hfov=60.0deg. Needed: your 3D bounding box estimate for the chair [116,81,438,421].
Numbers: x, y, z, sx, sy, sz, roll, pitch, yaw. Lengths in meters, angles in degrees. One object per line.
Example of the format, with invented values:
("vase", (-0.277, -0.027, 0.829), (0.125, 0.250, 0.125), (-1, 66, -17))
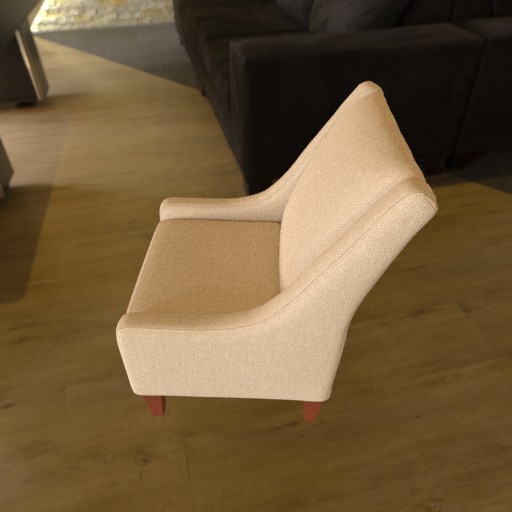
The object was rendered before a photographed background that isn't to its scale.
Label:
("chair", (0.000, 0.000, 1.607), (0.870, 1.014, 0.774), (1, 40, 2))
